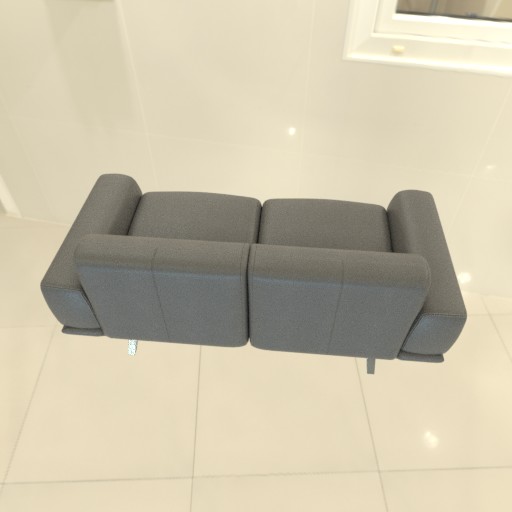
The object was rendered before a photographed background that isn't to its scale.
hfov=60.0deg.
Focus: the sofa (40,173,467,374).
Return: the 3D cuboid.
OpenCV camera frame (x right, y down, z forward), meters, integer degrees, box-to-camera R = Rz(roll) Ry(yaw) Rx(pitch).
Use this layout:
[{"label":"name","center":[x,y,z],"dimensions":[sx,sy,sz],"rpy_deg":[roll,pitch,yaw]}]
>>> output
[{"label":"sofa","center":[0.000,0.000,2.334],"dimensions":[1.901,0.772,0.900],"rpy_deg":[4,47,4]}]
